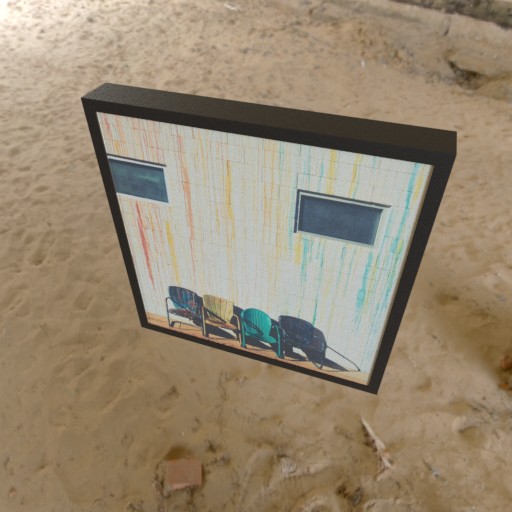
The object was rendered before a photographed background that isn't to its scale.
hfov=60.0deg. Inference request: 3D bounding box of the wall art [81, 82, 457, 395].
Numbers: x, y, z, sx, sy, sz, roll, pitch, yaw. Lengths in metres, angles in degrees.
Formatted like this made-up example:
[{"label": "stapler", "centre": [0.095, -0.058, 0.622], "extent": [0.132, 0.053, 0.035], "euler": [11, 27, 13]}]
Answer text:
[{"label": "wall art", "centre": [0.000, 0.000, 0.454], "extent": [0.304, 0.304, 0.038], "euler": [13, 43, 14]}]
